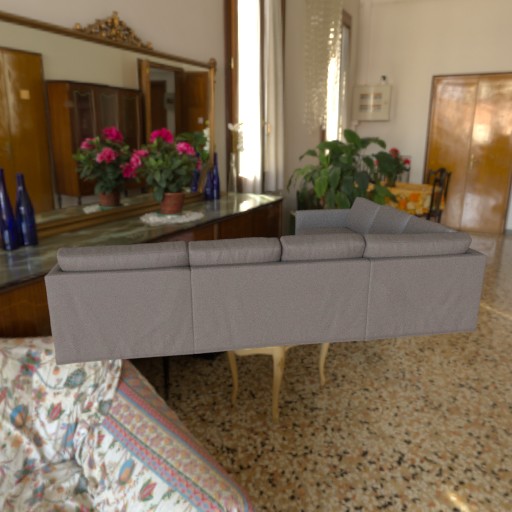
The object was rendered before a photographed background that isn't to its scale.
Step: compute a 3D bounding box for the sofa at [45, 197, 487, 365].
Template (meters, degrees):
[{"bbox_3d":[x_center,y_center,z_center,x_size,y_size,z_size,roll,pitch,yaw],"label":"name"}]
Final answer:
[{"bbox_3d":[0.000,0.000,4.567,3.460,0.882,2.427,-3,16,-9],"label":"sofa"}]
